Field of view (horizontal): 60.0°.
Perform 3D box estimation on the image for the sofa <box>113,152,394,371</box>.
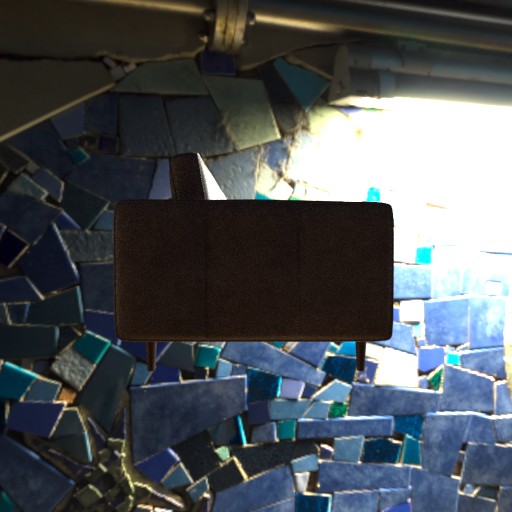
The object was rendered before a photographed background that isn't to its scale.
[{"bbox_3d":[0.000,0.000,2.304,0.910,0.760,1.870,0,2,0],"label":"sofa"}]
